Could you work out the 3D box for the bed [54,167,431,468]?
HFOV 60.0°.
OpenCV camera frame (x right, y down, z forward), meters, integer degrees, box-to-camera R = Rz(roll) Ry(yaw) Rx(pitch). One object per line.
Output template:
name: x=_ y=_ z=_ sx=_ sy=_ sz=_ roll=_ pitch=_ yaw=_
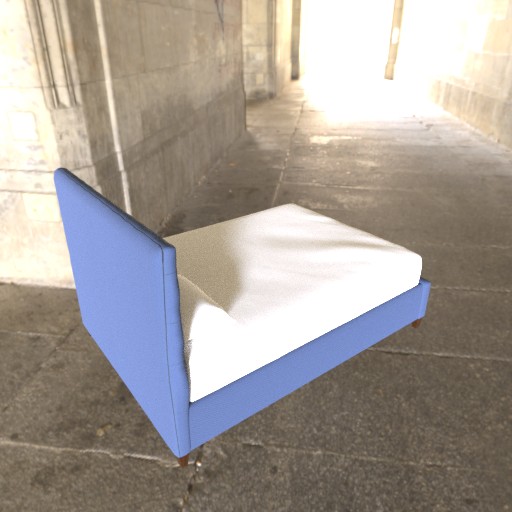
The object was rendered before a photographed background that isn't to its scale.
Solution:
bed: x=0.000 y=0.000 z=3.494 sx=2.387 sy=1.427 sz=1.706 roll=-19 pitch=32 yaw=-33
